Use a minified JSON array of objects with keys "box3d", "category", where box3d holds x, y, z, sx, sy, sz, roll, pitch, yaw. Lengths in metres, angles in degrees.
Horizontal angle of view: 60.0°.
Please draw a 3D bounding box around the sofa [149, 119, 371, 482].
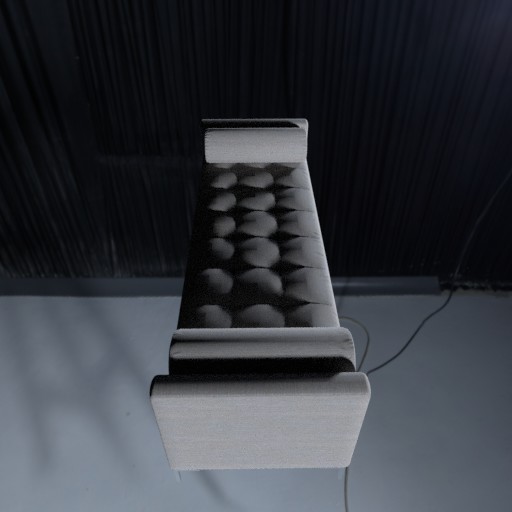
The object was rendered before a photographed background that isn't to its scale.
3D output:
[{"box3d":[0.000,0.000,2.282,0.686,0.635,1.981,-1,41,-1],"category":"sofa"}]
